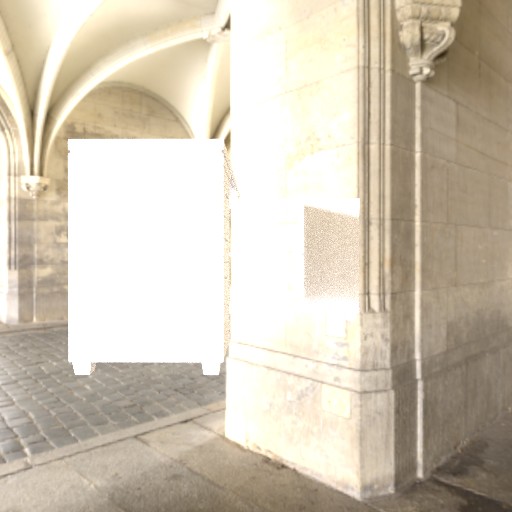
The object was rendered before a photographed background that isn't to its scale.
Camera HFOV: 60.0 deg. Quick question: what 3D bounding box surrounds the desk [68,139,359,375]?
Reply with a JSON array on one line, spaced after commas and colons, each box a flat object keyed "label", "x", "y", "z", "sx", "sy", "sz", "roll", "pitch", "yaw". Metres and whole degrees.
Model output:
[{"label": "desk", "x": 0.000, "y": 0.000, "z": 2.185, "sx": 1.199, "sy": 0.759, "sz": 1.524, "roll": 0, "pitch": 0, "yaw": 0}]
